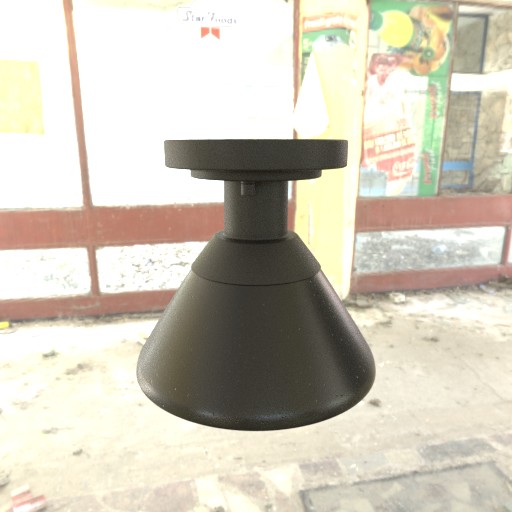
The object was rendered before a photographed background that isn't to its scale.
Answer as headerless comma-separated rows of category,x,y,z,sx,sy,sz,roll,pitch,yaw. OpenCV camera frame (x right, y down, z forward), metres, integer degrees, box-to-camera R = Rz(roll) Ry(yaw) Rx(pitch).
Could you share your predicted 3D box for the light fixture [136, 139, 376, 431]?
light fixture,0.000,0.000,0.361,0.200,0.183,0.200,0,14,0
